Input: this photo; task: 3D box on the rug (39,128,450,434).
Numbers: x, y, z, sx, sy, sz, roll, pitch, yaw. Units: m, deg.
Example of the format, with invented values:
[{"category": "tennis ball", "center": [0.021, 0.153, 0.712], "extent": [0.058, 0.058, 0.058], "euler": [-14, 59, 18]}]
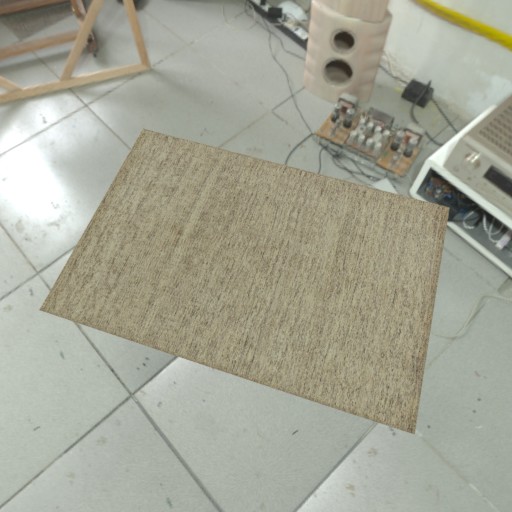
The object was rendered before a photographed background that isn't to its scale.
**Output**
[{"category": "rug", "center": [0.000, 0.000, 2.284], "extent": [1.822, 0.018, 1.211], "euler": [16, 65, 8]}]
